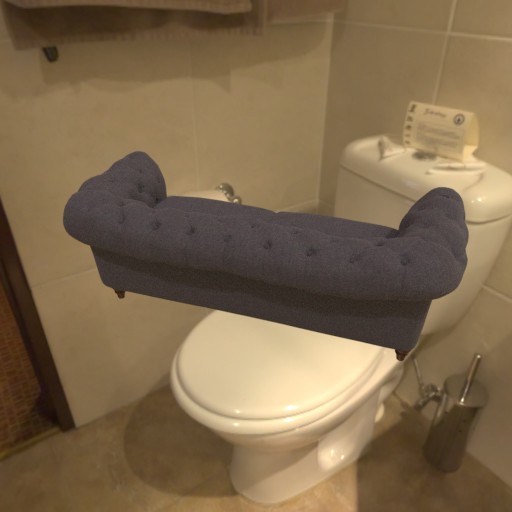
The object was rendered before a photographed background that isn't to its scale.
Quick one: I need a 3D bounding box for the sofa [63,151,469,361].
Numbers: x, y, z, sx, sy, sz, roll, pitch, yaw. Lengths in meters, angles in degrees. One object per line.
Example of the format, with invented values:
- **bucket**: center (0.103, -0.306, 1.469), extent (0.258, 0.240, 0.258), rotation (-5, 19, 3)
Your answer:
- **sofa**: center (0.000, 0.000, 2.758), extent (2.335, 0.836, 1.046), rotation (10, 34, 15)
